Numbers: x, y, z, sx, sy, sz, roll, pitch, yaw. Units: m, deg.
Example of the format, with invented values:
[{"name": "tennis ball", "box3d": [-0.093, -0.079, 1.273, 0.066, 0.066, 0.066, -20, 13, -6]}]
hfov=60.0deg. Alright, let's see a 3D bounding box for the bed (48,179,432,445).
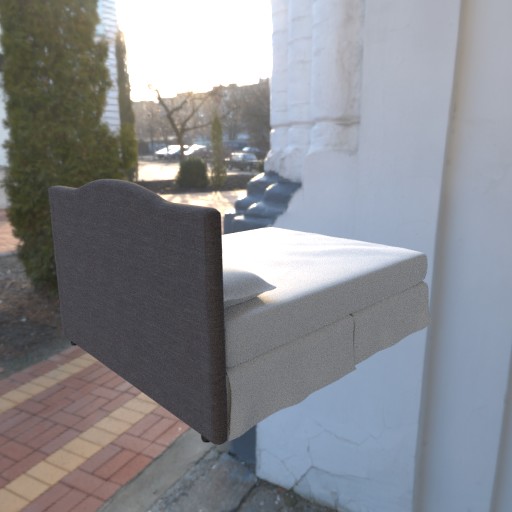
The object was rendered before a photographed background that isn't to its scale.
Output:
[{"name": "bed", "box3d": [0.000, 0.000, 3.915, 2.689, 1.457, 2.161, -13, 19, -43]}]
